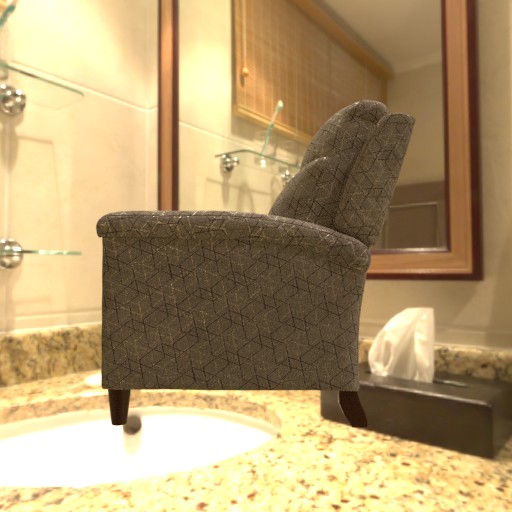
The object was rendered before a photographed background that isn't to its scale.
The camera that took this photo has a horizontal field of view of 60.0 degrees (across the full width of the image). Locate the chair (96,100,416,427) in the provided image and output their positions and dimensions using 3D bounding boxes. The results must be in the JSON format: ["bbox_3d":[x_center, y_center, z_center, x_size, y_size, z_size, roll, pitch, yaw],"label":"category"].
[{"bbox_3d":[0.000,0.000,1.688,0.987,1.048,0.753,0,-1,-1],"label":"chair"}]
